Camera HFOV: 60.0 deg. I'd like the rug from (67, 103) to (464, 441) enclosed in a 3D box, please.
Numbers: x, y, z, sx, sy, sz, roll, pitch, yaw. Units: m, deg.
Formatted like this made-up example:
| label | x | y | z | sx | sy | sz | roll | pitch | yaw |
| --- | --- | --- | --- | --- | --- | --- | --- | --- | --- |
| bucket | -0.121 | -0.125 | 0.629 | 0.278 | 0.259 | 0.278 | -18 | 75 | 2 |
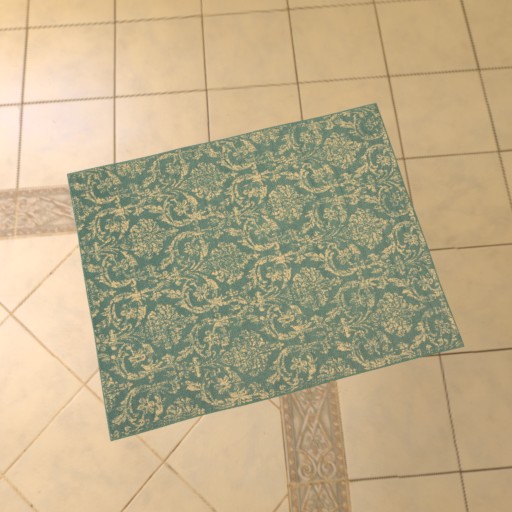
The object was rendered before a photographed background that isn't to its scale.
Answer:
| label | x | y | z | sx | sy | sz | roll | pitch | yaw |
| --- | --- | --- | --- | --- | --- | --- | --- | --- | --- |
| rug | 0.000 | 0.000 | 3.875 | 2.980 | 0.012 | 2.363 | -14 | 76 | -3 |
